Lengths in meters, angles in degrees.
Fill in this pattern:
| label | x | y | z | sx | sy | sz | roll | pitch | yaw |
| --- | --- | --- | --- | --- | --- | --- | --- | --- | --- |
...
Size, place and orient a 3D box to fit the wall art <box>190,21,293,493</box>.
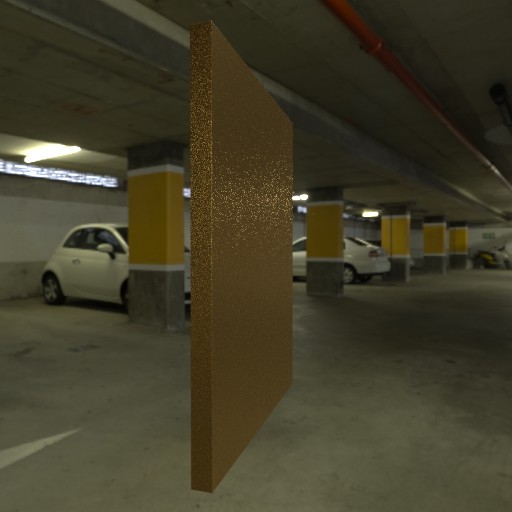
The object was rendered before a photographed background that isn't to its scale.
| label | x | y | z | sx | sy | sz | roll | pitch | yaw |
| --- | --- | --- | --- | --- | --- | --- | --- | --- | --- |
| wall art | 0.000 | 0.000 | 1.011 | 0.038 | 0.762 | 0.610 | 0 | 1 | 17 |
